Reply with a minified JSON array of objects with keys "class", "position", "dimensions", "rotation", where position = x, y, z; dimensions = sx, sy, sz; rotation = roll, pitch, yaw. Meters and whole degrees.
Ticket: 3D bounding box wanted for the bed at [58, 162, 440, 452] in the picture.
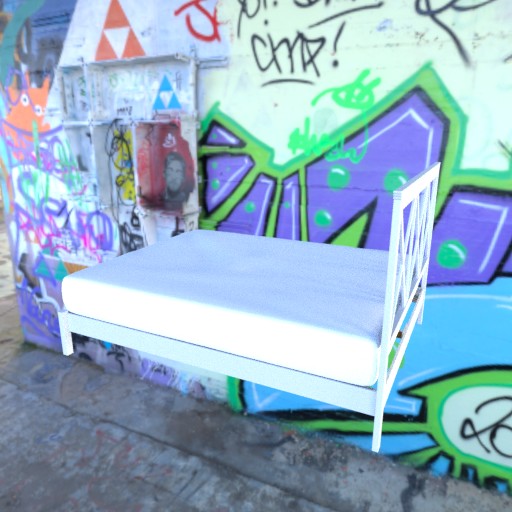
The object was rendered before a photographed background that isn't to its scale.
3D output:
[{"class":"bed","position":[0.000,0.000,3.112],"dimensions":[2.135,1.253,1.673],"rotation":[8,18,25]}]
